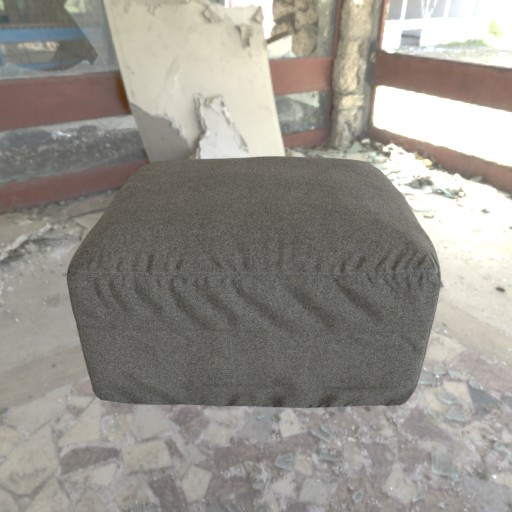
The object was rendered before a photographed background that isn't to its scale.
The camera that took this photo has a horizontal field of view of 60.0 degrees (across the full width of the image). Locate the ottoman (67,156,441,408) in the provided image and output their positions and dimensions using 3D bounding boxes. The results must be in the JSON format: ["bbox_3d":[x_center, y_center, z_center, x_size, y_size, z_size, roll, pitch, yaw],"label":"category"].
[{"bbox_3d":[0.000,0.000,1.261,0.837,0.481,0.683,1,30,1],"label":"ottoman"}]
